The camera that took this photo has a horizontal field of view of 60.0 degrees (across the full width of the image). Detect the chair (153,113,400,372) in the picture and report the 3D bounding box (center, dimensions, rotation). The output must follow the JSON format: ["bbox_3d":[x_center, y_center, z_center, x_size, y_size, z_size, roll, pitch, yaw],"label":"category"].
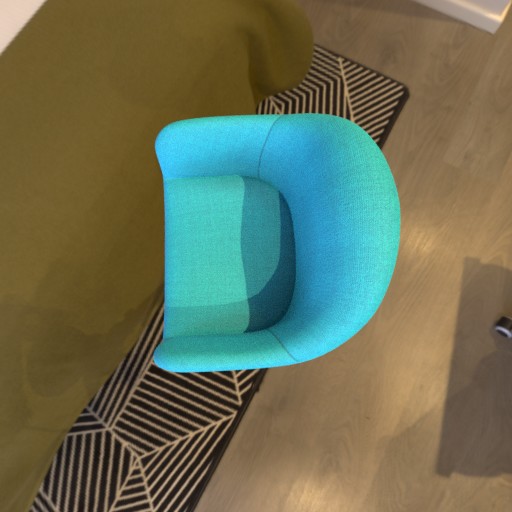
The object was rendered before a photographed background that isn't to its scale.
[{"bbox_3d":[0.000,0.000,1.207,0.550,0.795,0.590,-3,77,-1],"label":"chair"}]
